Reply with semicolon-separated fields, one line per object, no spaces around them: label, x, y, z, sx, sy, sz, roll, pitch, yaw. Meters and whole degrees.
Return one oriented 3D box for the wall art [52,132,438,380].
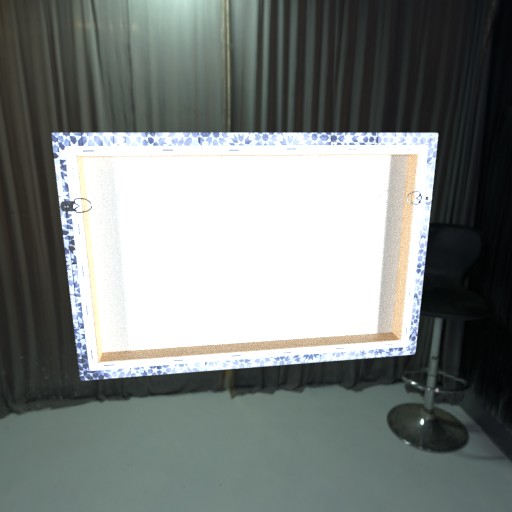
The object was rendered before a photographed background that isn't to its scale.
wall art;0.000;0.000;1.135;0.911;0.608;0.057;-2;15;-9
